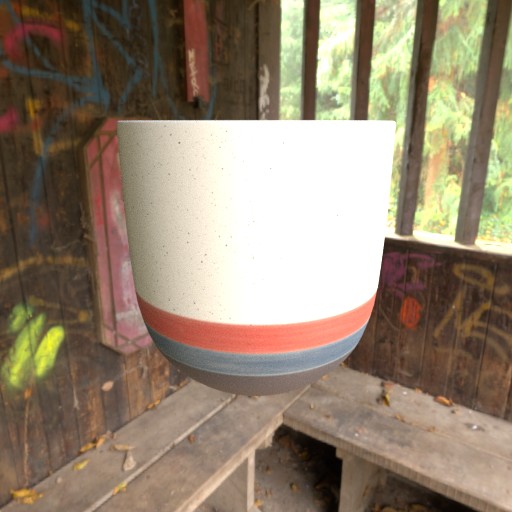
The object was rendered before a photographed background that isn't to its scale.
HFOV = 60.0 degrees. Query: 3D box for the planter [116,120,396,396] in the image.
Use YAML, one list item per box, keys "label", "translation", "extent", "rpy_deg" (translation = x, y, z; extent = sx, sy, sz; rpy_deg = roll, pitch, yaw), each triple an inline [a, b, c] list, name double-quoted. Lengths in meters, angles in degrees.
- label: "planter"
  translation: [0.000, 0.000, 0.368]
  extent: [0.204, 0.214, 0.204]
  rpy_deg: [0, 17, 0]
